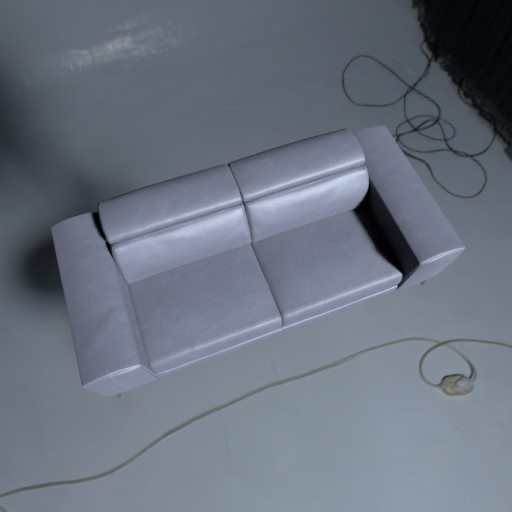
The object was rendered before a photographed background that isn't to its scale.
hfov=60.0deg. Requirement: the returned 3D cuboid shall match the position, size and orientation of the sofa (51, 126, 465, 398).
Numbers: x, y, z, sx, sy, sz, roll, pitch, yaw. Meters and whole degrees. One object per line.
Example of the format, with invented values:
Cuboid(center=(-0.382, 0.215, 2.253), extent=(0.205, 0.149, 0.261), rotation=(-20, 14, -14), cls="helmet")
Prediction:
Cuboid(center=(0.000, 0.000, 2.895), extent=(2.330, 0.814, 1.048), rotation=(-19, 65, -9), cls="sofa")
